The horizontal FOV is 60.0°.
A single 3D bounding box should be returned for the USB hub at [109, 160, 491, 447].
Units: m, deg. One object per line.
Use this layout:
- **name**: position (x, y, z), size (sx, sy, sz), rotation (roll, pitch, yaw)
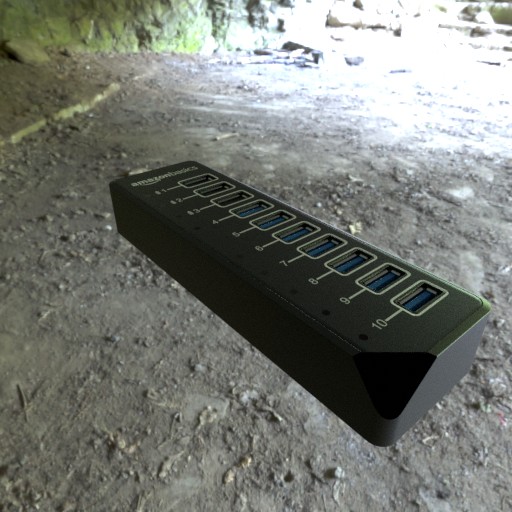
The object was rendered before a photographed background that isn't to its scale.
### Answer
- **USB hub**: position (0.000, 0.000, 0.157), size (0.044, 0.023, 0.145), rotation (-24, 39, -33)
